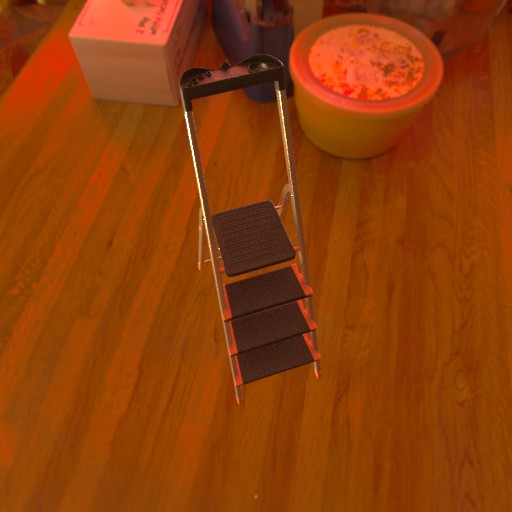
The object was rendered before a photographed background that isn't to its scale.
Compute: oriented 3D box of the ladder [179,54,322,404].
[{"bbox_3d":[0.000,0.000,1.827,0.452,1.429,0.834,-16,63,-8],"label":"ladder"}]
